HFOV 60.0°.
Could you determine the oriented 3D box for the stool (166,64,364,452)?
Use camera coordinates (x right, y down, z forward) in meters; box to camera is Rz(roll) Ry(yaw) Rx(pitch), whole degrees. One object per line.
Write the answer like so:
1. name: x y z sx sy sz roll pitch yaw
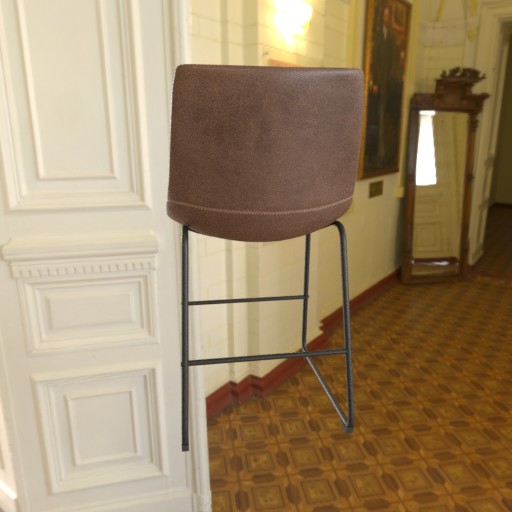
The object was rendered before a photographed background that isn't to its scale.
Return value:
1. stool: 0.000 0.000 1.208 0.460 0.890 0.550 -2 15 -9
